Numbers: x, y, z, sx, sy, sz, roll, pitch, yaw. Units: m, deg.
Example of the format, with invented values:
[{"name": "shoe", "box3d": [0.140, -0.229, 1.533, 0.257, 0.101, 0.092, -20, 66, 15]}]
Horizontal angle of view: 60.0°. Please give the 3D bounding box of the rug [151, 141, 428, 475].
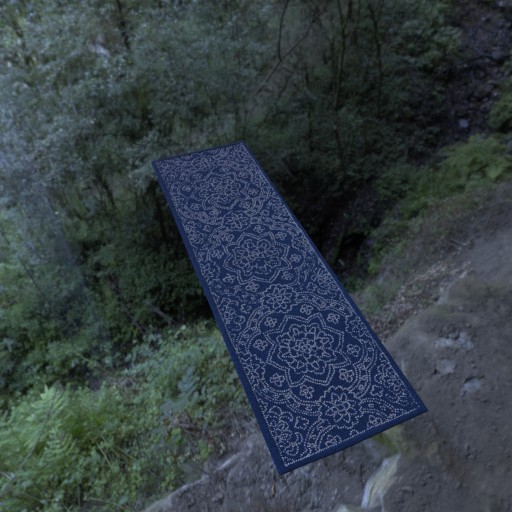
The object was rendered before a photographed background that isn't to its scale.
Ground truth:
[{"name": "rug", "box3d": [0.000, 0.000, 2.746, 0.769, 0.012, 2.448, -16, 49, -15]}]
